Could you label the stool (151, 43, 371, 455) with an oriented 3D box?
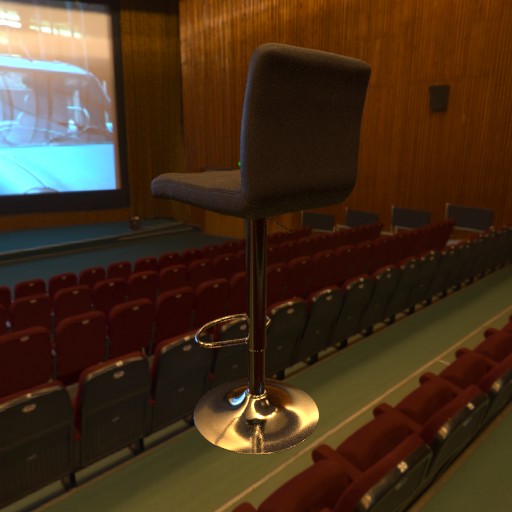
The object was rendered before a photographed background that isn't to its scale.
[{"bbox_3d":[0.000,0.000,1.373,0.430,1.115,0.505,-14,21,-42],"label":"stool"}]
